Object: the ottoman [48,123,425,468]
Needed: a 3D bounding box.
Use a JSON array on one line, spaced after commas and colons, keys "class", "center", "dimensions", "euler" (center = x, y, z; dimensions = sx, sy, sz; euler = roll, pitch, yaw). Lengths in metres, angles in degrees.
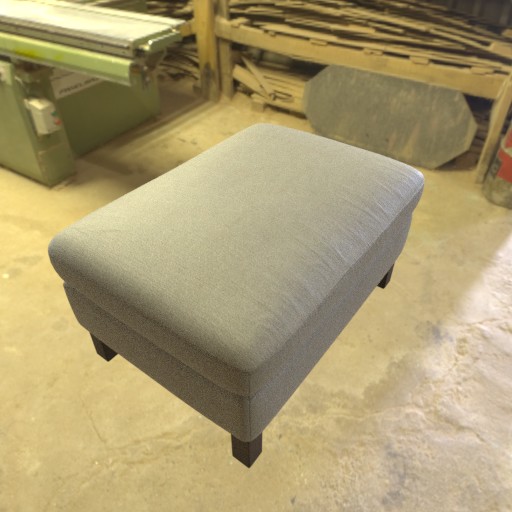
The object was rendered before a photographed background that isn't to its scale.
[{"class": "ottoman", "center": [0.000, 0.000, 1.048], "dimensions": [0.528, 0.404, 0.735], "euler": [25, 46, 27]}]
